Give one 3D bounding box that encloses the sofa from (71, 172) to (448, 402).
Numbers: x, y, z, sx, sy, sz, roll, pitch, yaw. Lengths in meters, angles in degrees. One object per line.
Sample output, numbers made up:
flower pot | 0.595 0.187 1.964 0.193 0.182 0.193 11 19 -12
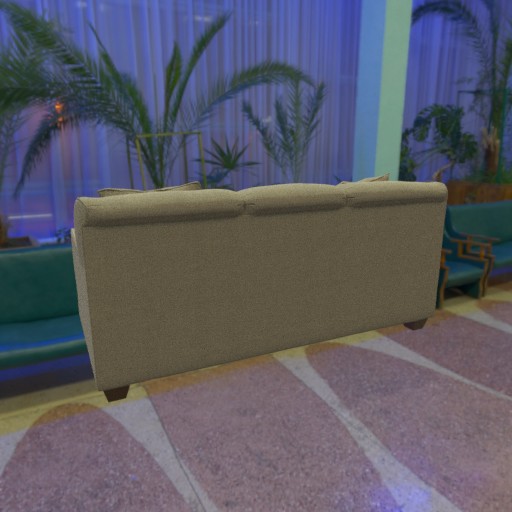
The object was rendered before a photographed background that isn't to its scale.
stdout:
sofa | 0.000 0.000 2.665 2.024 0.958 0.997 -7 16 -25
